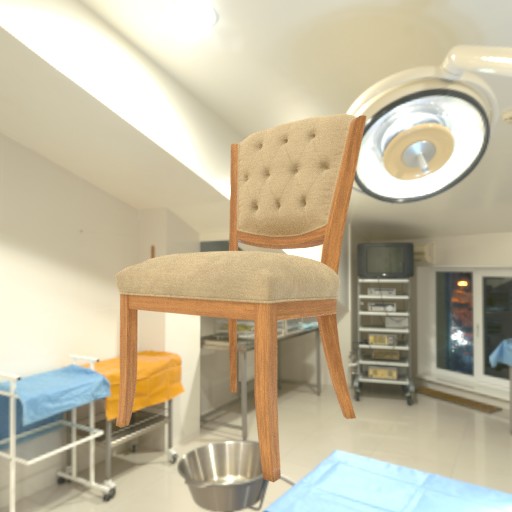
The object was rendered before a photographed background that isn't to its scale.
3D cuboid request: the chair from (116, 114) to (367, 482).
[{"bbox_3d":[0.000,0.000,1.257,0.513,0.905,0.584,-1,-2,37],"label":"chair"}]
